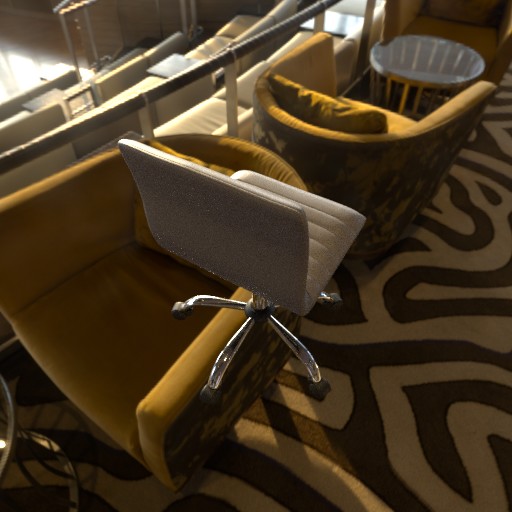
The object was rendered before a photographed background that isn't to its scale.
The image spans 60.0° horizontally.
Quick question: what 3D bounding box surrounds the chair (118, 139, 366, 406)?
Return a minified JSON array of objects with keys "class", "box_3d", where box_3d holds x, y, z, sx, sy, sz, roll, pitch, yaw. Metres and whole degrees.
[{"class":"chair","box_3d":[0.000,0.000,1.137,0.569,0.750,0.542,24,51,21]}]
